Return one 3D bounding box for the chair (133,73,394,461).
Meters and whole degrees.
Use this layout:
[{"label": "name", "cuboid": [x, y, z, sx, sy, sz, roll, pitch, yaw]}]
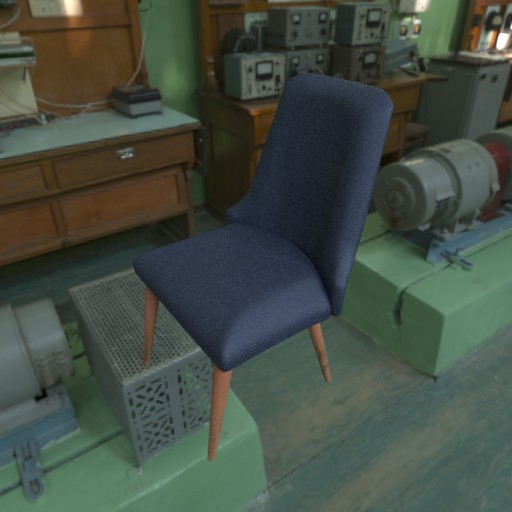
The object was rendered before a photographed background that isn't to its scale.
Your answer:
[{"label": "chair", "cuboid": [0.000, 0.000, 1.168, 0.567, 0.820, 0.504, -21, 38, -30]}]
